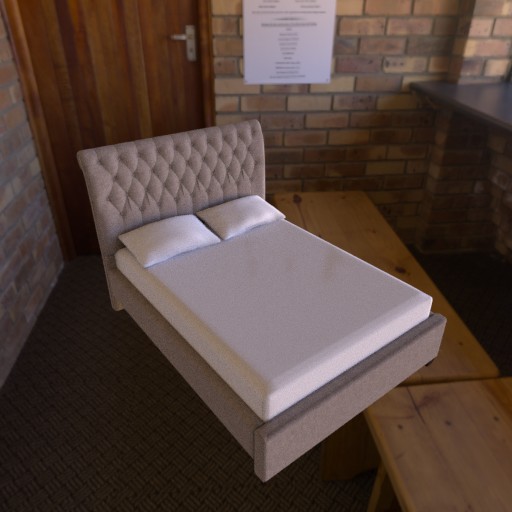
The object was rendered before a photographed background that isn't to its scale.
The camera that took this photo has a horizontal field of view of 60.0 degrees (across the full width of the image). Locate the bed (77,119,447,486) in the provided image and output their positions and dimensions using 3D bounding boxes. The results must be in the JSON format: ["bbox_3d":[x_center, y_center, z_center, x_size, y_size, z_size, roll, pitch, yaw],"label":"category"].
[{"bbox_3d":[0.000,0.000,3.279,1.645,1.371,2.252,-21,36,-32],"label":"bed"}]
